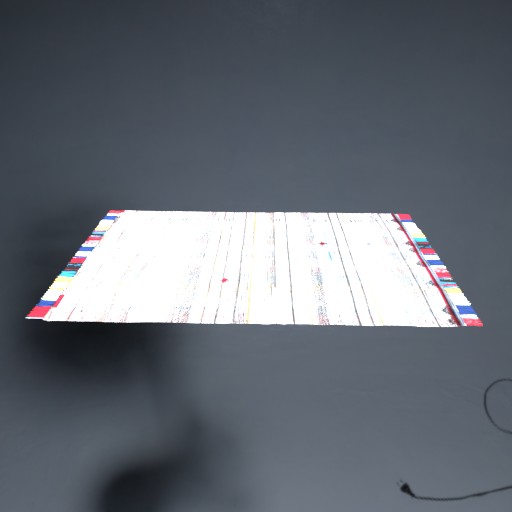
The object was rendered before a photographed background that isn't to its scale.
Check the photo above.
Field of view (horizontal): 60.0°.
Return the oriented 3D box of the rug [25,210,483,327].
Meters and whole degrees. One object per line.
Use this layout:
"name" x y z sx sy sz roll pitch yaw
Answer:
"rug" 0.000 0.000 2.984 2.465 0.012 1.465 1 30 1
